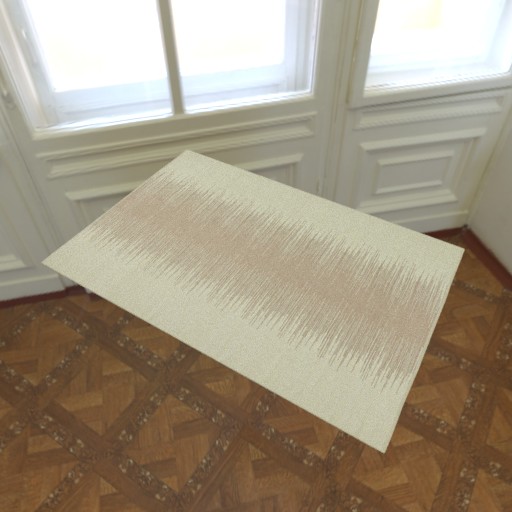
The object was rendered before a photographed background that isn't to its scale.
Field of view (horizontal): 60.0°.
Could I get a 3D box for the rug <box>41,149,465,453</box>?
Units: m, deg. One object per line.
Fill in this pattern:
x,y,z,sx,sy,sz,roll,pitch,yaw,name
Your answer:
0.000,0.000,2.316,1.850,0.006,1.234,24,50,21,rug
